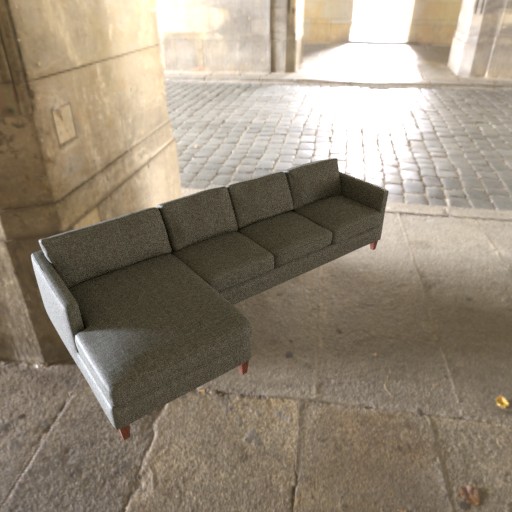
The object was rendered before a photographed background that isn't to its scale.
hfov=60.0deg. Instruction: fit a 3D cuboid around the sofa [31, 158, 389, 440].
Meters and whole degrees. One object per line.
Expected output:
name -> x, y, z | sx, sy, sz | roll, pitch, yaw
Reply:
sofa -> 0.000, 0.000, 4.104 | 3.485, 0.960, 1.635 | -21, 37, -31
